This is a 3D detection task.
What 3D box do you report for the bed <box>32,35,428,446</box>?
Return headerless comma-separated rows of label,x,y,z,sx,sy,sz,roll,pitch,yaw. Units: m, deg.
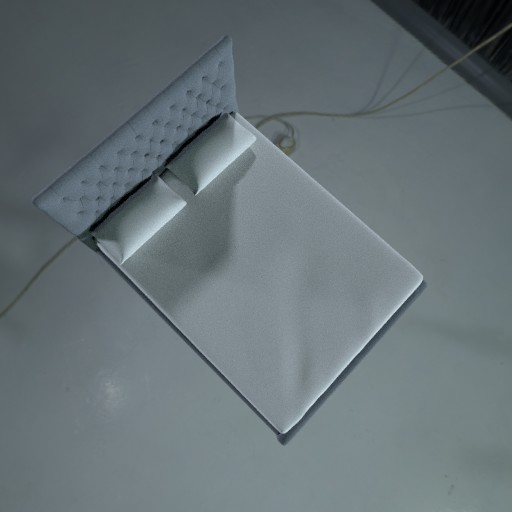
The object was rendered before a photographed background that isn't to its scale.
bed,0.000,0.000,3.321,2.231,1.427,1.698,43,80,10
